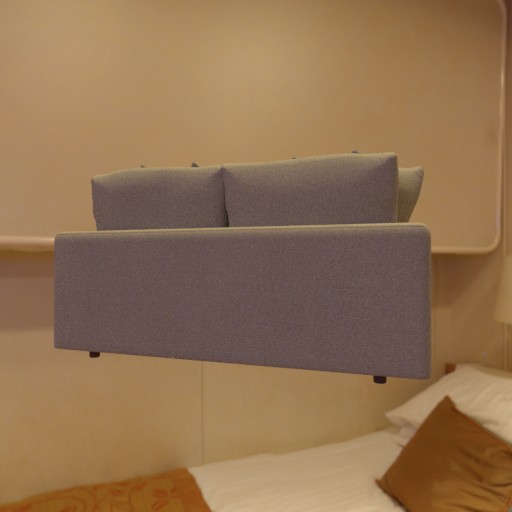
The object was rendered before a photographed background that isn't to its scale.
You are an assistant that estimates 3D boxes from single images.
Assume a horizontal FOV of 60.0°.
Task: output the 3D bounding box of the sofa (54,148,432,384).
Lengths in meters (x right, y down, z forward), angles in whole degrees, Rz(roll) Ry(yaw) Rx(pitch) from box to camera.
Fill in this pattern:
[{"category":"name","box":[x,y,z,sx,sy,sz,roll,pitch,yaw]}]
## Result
[{"category":"sofa","box":[0.000,0.000,2.593,1.869,1.080,1.228,0,-1,20]}]
